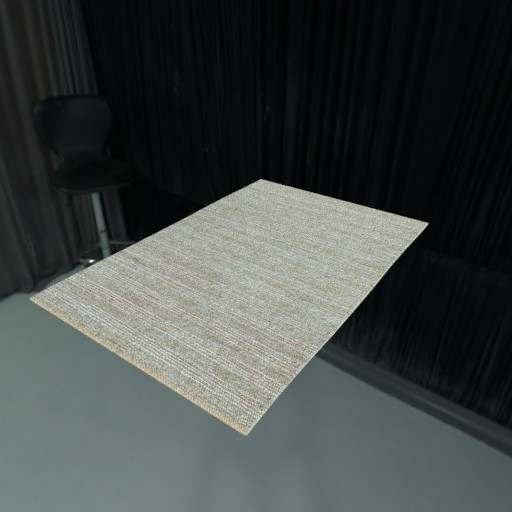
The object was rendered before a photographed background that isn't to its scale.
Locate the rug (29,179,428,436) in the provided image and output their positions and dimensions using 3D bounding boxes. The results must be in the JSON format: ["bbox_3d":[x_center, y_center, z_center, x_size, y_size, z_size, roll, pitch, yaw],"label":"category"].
[{"bbox_3d":[0.000,0.000,2.341,1.240,0.010,1.824,20,37,30],"label":"rug"}]
